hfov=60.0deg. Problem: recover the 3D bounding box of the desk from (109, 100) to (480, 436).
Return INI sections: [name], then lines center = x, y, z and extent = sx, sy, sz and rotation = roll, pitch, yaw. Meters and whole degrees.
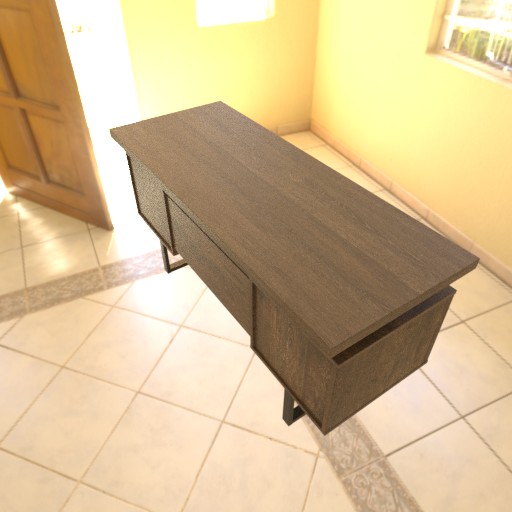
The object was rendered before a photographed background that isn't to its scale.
[desk]
center = 0.000, 0.000, 1.936
extent = 0.600, 0.760, 1.524
rotation = -24, 46, -26
